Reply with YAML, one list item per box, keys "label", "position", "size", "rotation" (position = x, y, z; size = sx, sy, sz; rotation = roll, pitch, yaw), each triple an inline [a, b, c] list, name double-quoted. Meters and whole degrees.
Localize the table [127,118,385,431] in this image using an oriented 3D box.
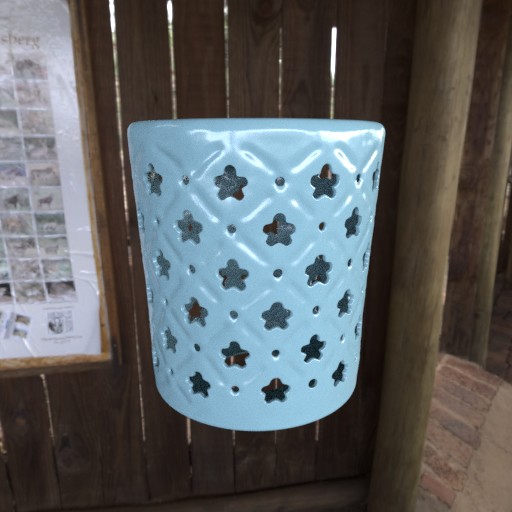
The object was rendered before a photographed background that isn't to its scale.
- label: "table"
  position: [0.000, 0.000, 0.669]
  size: [0.352, 0.387, 0.352]
  rotation: [0, 14, 0]
